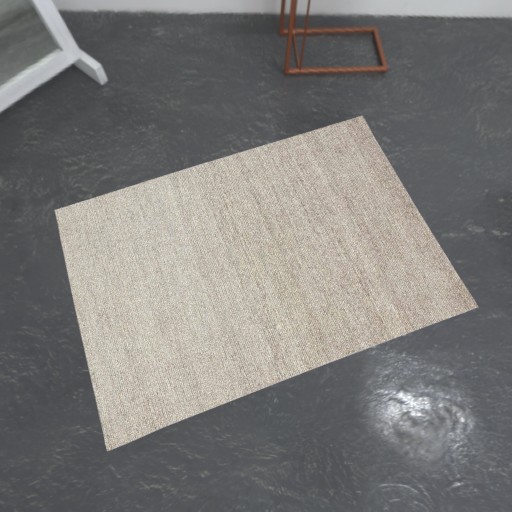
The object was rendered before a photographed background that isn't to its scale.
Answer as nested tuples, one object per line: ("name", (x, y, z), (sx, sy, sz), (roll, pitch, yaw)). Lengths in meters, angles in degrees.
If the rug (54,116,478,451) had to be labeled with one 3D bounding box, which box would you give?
("rug", (0.000, 0.000, 2.876), (2.342, 0.030, 1.609), (-19, 68, -8))
